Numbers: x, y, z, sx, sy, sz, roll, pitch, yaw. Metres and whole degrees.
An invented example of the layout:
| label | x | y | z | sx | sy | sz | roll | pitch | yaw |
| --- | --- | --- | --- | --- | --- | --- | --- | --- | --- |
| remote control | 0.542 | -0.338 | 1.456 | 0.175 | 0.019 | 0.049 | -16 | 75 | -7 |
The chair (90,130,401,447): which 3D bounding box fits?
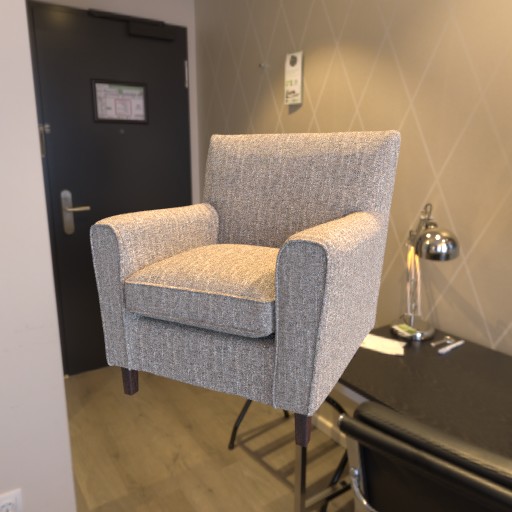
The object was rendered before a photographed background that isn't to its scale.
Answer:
| label | x | y | z | sx | sy | sz | roll | pitch | yaw |
| --- | --- | --- | --- | --- | --- | --- | --- | --- | --- |
| chair | 0.000 | 0.000 | 1.656 | 0.864 | 0.928 | 0.873 | 6 | 14 | 25 |
